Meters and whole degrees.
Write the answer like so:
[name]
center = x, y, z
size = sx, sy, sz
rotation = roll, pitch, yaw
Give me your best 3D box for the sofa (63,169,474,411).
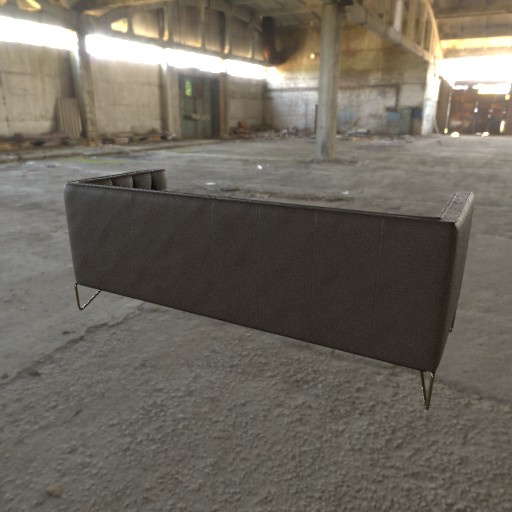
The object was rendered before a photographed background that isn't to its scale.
[sofa]
center = 0.000, 0.000, 2.480
size = 2.087, 0.789, 0.867
rotation = 9, 20, 27
